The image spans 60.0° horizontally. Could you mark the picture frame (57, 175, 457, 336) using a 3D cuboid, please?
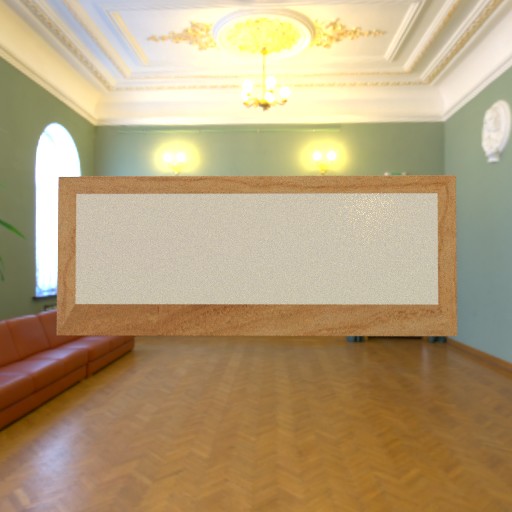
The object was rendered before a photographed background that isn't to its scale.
[{"bbox_3d":[0.000,0.000,0.668,0.582,0.234,0.045,0,-1,1],"label":"picture frame"}]
